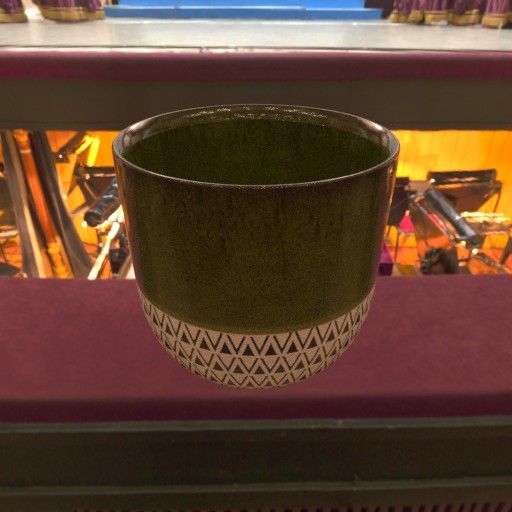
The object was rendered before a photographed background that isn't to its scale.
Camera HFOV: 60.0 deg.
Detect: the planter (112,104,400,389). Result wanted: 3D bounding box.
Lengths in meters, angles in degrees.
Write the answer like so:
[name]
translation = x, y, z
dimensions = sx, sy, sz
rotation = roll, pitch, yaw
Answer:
[planter]
translation = 0.000, 0.000, 0.491
dimensions = 0.266, 0.270, 0.266
rotation = 0, 31, 0
